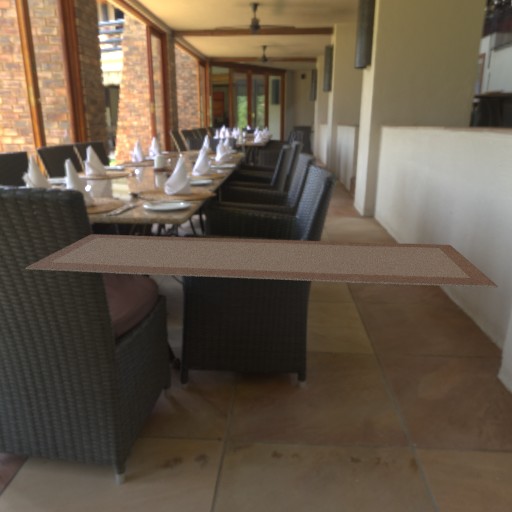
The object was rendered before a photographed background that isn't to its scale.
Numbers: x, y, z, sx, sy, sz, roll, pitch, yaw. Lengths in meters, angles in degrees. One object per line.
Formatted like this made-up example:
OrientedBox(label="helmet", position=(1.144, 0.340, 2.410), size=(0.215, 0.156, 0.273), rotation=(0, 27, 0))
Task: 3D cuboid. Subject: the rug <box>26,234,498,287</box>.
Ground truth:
OrientedBox(label="rug", position=(0.000, 0.000, 2.619), size=(2.430, 0.012, 0.767), rotation=(2, 17, 6))
